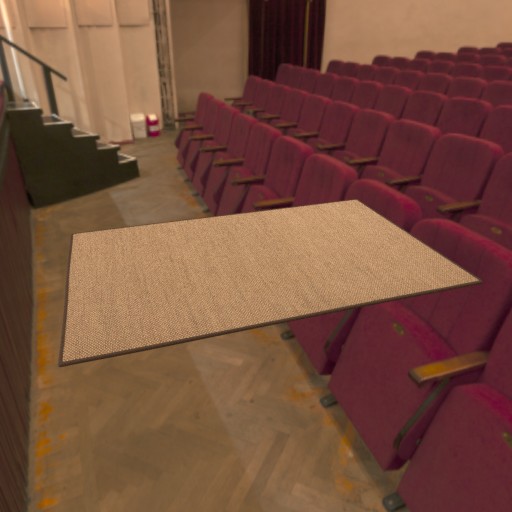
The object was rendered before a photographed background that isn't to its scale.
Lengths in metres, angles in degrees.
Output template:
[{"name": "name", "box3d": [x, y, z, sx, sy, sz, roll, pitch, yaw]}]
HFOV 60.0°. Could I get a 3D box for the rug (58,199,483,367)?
[{"name": "rug", "box3d": [0.000, 0.000, 2.083, 1.676, 0.013, 1.067, -9, 29, -16]}]
